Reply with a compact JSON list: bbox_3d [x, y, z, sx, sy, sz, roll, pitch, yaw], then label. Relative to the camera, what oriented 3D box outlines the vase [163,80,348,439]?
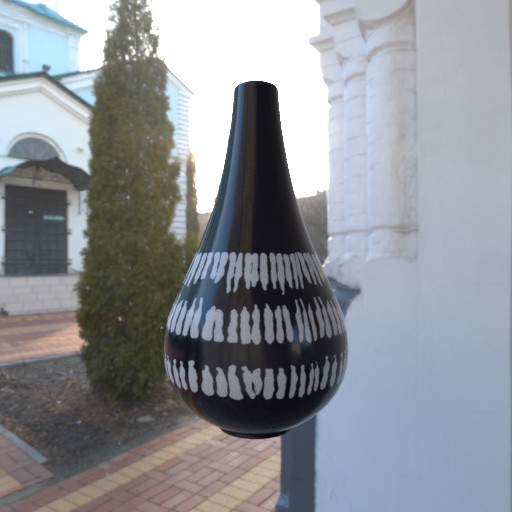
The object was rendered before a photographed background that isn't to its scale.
[{"bbox_3d":[0.000,0.000,0.388,0.159,0.295,0.159,0,0,0],"label":"vase"}]
